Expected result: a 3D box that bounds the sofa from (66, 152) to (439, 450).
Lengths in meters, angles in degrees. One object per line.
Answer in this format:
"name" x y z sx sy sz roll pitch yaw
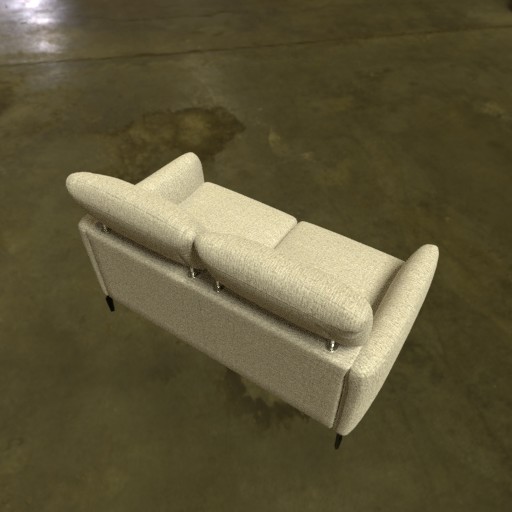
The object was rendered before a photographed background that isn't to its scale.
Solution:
"sofa" 0.000 0.000 2.145 1.540 0.950 0.905 25 50 23
